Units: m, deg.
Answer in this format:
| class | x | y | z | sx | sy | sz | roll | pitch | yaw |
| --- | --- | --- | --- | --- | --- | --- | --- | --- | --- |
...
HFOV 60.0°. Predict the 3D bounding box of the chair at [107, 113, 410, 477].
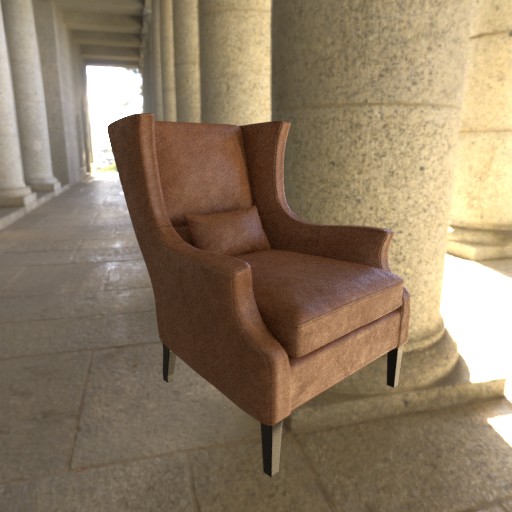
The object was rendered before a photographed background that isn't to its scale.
| class | x | y | z | sx | sy | sz | roll | pitch | yaw |
| --- | --- | --- | --- | --- | --- | --- | --- | --- | --- |
| chair | 0.000 | 0.000 | 1.674 | 0.853 | 1.016 | 0.926 | -13 | 19 | -43 |
